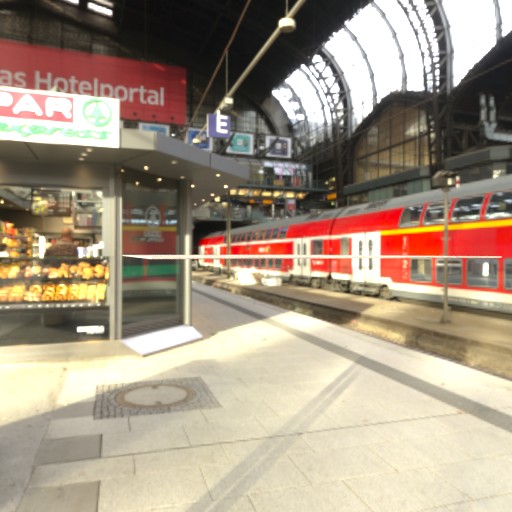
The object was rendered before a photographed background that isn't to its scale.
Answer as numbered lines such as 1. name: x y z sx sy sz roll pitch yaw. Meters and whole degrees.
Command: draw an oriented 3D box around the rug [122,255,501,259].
1. rug: 0.000 0.000 2.233 1.217 0.005 1.818 0 0 -19
